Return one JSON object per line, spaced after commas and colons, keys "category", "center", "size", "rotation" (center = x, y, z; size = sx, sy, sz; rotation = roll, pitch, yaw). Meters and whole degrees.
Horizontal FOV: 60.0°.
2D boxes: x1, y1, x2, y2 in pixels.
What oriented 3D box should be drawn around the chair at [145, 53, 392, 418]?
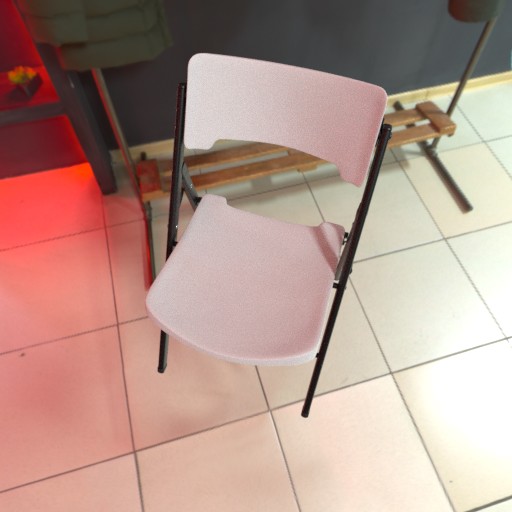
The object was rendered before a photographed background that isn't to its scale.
{"category": "chair", "center": [0.000, 0.000, 1.130], "size": [0.482, 0.765, 0.577], "rotation": [14, 60, 8]}
